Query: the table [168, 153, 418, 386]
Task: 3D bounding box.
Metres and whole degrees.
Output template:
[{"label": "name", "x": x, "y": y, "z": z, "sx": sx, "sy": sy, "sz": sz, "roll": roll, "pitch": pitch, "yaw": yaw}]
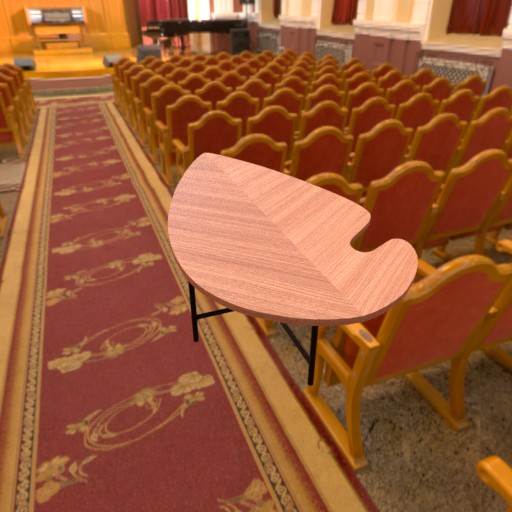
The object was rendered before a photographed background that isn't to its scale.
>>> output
[{"label": "table", "x": 0.000, "y": 0.000, "z": 1.458, "sx": 0.598, "sy": 0.360, "sz": 1.199, "roll": -11, "pitch": 31, "yaw": -18}]
